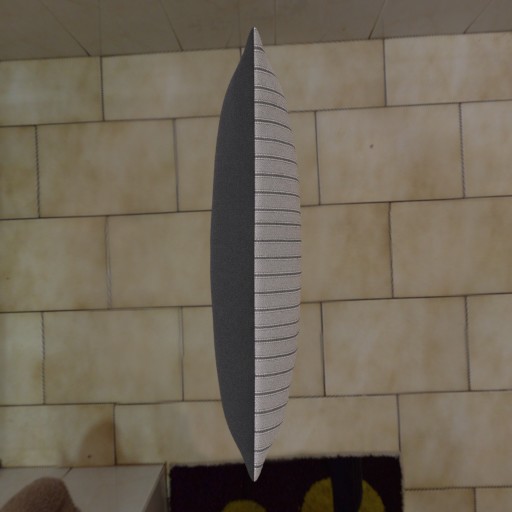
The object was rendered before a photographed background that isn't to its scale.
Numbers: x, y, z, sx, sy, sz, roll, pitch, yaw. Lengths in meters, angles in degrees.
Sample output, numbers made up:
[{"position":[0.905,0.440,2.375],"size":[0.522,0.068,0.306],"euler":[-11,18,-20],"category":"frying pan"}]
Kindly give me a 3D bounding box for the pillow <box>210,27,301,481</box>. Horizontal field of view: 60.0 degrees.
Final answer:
[{"position":[0.000,0.000,0.737],"size":[0.151,0.305,0.609],"euler":[0,90,2],"category":"pillow"}]
